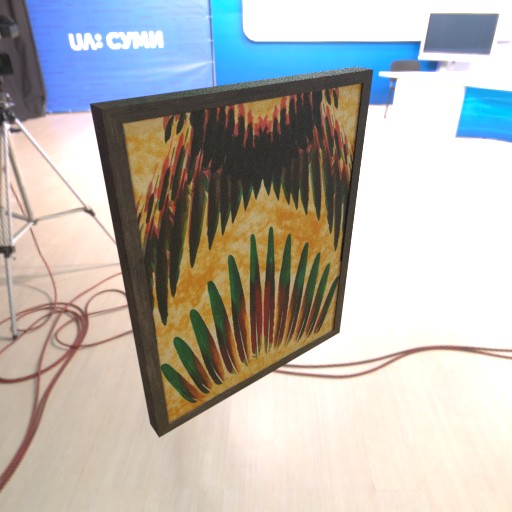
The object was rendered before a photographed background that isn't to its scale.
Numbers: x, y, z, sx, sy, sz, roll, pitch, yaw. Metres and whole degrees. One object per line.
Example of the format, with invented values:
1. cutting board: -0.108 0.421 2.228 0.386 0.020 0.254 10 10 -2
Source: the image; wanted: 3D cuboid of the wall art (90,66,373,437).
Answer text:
1. wall art: 0.000 0.000 0.551 0.329 0.406 0.027 -22 37 -31
